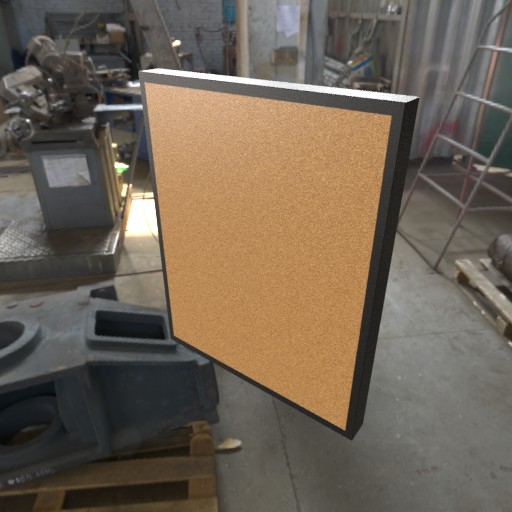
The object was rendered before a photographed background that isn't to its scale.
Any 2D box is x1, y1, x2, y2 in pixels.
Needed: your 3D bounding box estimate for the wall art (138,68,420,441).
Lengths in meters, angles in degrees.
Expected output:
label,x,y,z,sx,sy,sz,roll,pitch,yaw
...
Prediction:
label,x,y,z,sx,sy,sz,roll,pitch,yaw
wall art,0.000,0.000,0.500,0.294,0.369,0.030,20,35,32
